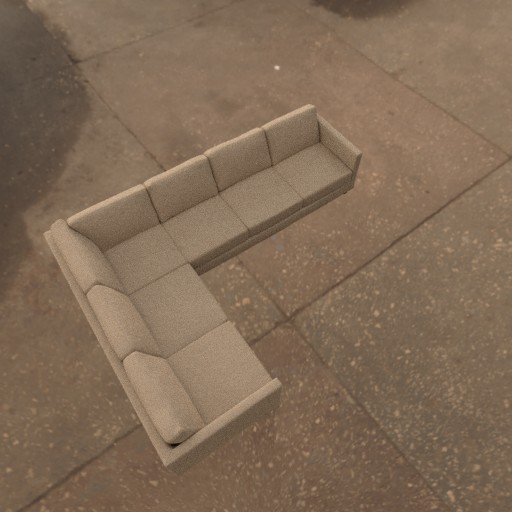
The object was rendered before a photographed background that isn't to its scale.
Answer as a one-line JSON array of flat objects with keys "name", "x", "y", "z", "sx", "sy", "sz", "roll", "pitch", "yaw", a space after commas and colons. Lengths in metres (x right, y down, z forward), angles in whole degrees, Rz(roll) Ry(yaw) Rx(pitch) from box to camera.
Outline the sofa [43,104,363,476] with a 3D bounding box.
[{"name": "sofa", "x": 0.000, "y": 0.000, "z": 4.278, "sx": 3.182, "sy": 0.863, "sz": 2.432, "roll": -30, "pitch": 62, "yaw": -18}]
